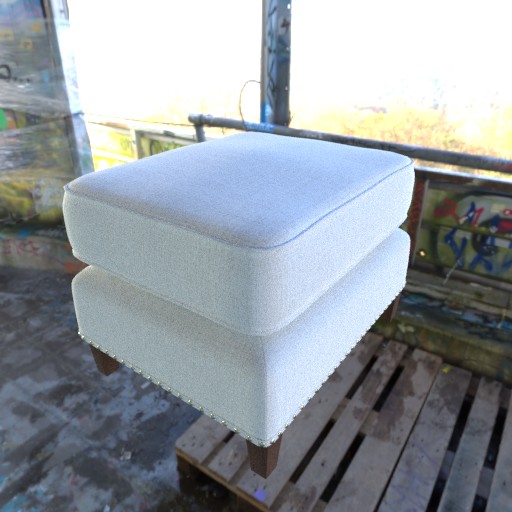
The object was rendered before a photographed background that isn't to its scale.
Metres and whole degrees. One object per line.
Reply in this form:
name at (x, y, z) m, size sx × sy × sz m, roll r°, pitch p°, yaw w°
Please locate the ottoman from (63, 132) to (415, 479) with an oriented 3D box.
ottoman at (0.000, 0.000, 1.142) m, size 0.589 × 0.537 × 0.738 m, roll 18°, pitch 32°, yaw 32°
